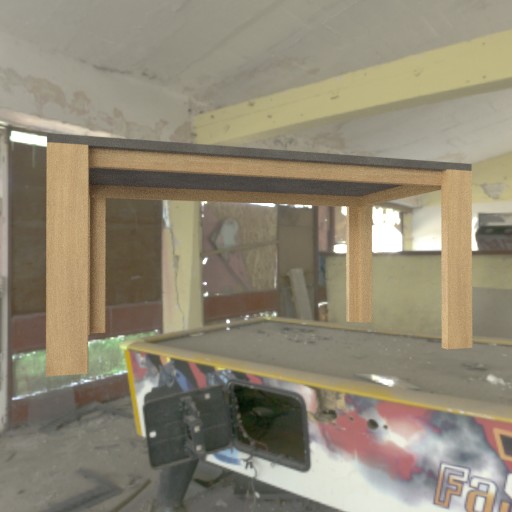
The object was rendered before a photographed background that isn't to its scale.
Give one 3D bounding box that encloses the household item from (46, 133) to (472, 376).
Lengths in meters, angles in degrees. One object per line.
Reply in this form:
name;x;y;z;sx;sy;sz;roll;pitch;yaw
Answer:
household item;0.000;0.000;2.005;1.600;0.755;0.850;0;0;-16
